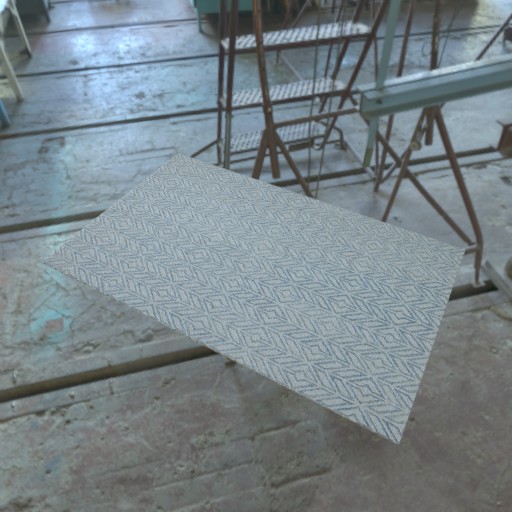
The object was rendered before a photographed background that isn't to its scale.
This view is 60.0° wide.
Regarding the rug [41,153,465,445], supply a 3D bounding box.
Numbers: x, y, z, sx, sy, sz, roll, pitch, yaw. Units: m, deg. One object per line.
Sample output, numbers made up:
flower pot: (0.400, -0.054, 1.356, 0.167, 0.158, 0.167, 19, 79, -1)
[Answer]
rug: (0.000, 0.000, 3.003, 2.441, 0.008, 1.526, 22, 49, 20)
